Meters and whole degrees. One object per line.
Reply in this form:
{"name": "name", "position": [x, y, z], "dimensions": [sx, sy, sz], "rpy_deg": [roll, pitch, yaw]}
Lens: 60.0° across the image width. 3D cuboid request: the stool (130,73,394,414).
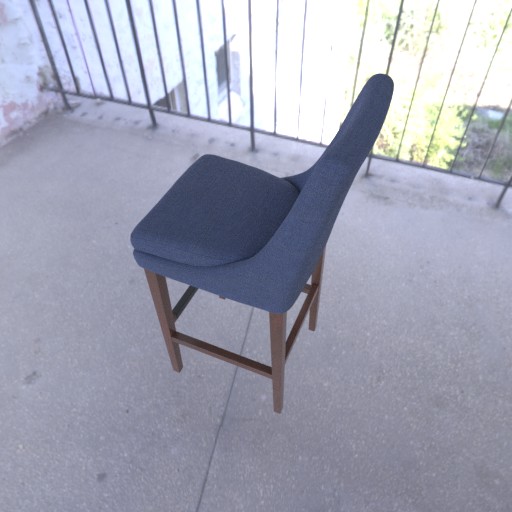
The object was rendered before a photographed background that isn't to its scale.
{"name": "stool", "position": [0.000, 0.000, 1.378], "dimensions": [0.577, 1.078, 0.470], "rpy_deg": [17, 48, 16]}
